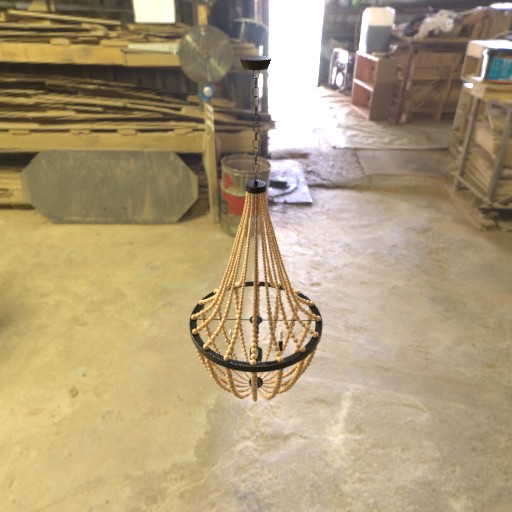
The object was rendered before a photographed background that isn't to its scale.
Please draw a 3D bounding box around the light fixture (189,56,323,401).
[{"bbox_3d":[0.000,0.000,1.378,0.450,1.133,0.450,0,31,0],"label":"light fixture"}]
